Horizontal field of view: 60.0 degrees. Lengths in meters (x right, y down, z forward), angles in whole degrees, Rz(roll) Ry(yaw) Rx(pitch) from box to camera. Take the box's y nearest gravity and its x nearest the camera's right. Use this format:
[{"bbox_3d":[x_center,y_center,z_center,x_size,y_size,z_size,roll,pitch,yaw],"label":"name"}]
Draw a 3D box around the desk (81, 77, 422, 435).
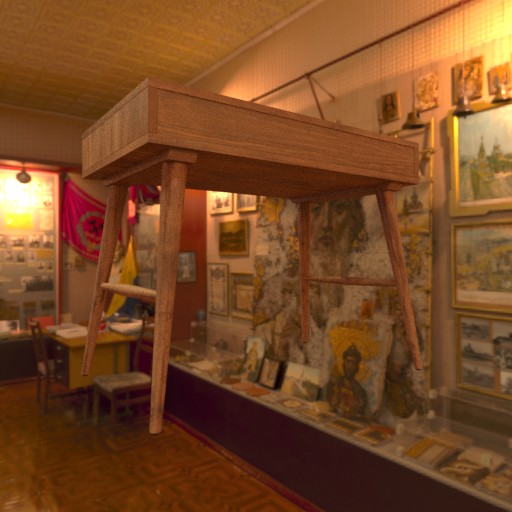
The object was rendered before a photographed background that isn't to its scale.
[{"bbox_3d":[0.000,0.000,1.436,0.949,0.758,0.588,0,0,-35],"label":"desk"}]
